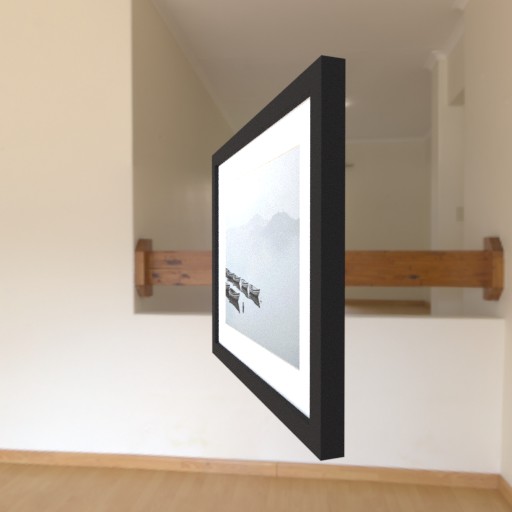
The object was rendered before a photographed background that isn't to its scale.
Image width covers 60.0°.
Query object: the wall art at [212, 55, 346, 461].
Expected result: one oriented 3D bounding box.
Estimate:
[{"bbox_3d":[0.000,0.000,0.763,0.030,0.454,0.554,0,1,-18],"label":"wall art"}]
